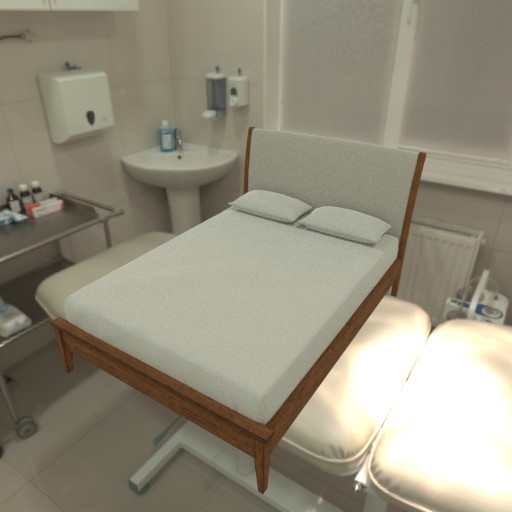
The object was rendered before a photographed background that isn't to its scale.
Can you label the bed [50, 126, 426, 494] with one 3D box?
[{"bbox_3d":[0.000,0.000,2.916,1.502,1.135,2.108,18,33,29],"label":"bed"}]
